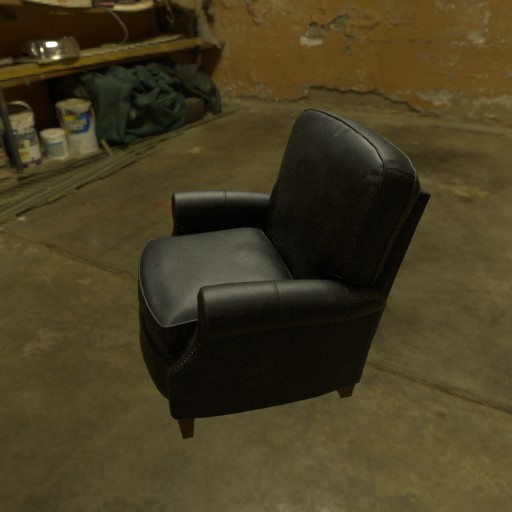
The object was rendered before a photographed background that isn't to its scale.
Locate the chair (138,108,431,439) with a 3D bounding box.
[{"bbox_3d":[0.000,0.000,1.753,0.986,1.018,0.936,-8,32,-13],"label":"chair"}]
